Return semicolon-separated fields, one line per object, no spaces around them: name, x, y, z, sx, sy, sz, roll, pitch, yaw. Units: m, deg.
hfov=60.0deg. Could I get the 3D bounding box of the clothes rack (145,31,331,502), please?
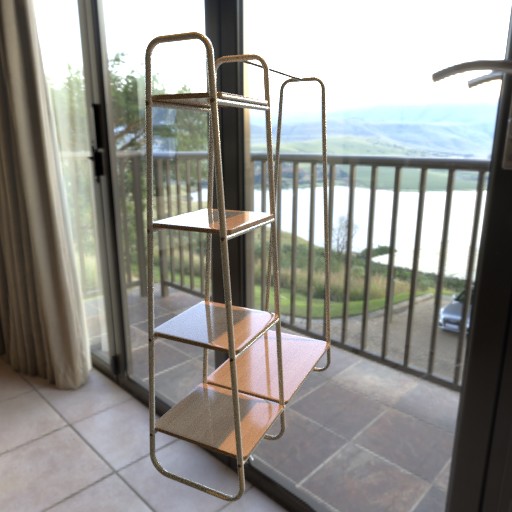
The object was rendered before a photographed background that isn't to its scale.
clothes rack;0.000;0.000;1.841;0.400;1.500;1.011;7;16;25
